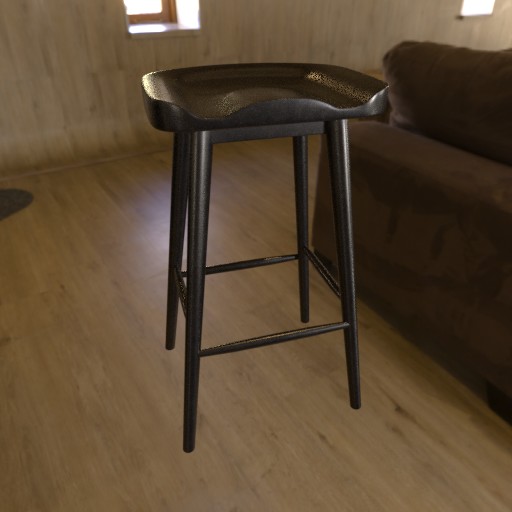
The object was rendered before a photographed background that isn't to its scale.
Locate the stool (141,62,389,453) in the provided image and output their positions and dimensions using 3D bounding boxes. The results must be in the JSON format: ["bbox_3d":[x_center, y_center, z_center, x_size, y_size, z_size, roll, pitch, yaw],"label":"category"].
[{"bbox_3d":[0.000,0.000,0.984,0.440,0.749,0.361,-9,33,-14],"label":"stool"}]
